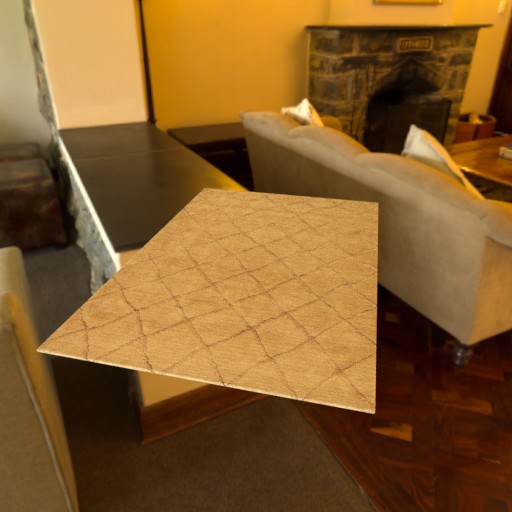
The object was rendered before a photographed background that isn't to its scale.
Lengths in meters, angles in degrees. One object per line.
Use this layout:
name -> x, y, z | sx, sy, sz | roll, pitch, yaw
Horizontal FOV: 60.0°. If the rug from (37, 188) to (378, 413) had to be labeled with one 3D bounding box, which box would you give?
rug -> 0.000, 0.000, 2.872 | 1.528, 0.014, 2.292 | 7, 29, 12
